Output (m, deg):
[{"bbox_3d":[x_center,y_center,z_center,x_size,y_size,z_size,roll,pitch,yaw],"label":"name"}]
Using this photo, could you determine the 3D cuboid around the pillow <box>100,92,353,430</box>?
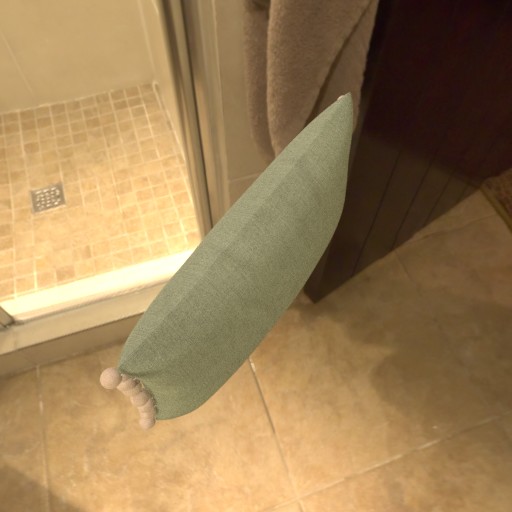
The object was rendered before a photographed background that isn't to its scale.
[{"bbox_3d":[0.000,0.000,0.847,0.201,0.322,0.709,30,63,17],"label":"pillow"}]
